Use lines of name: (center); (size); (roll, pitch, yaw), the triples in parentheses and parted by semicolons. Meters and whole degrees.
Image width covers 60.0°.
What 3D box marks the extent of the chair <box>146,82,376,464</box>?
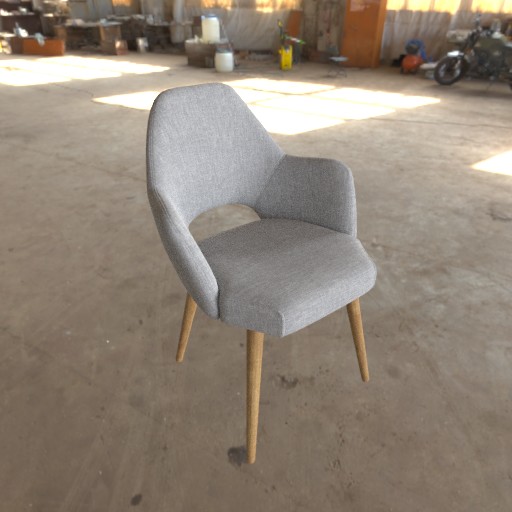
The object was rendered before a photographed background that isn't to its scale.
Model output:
chair: (0.000, 0.000, 1.257); (0.590, 0.840, 0.610); (-22, 37, -32)
